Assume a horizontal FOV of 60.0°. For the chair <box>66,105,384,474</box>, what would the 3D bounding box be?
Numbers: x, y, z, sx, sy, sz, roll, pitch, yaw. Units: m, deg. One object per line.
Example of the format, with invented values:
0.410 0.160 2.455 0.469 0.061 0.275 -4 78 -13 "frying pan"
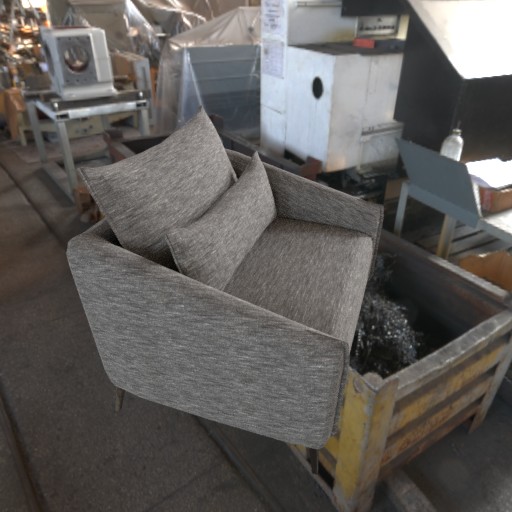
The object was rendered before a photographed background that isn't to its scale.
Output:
0.000 0.000 1.591 0.805 0.842 1.004 10 33 16 "chair"
